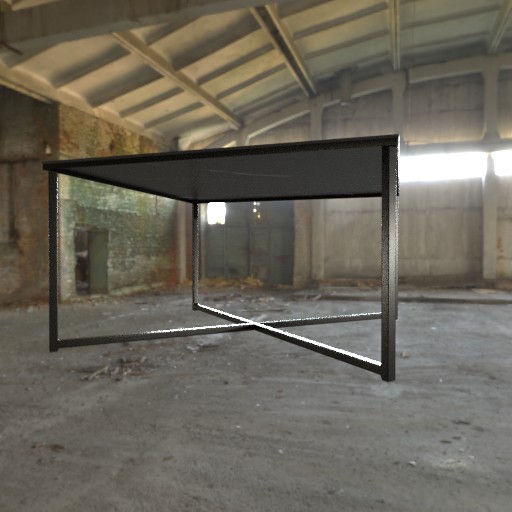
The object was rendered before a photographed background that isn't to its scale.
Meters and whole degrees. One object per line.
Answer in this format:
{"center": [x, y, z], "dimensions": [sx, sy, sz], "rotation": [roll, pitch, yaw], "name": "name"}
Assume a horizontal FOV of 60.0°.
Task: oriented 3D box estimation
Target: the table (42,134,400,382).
{"center": [0.000, 0.000, 1.301], "dimensions": [0.800, 0.450, 0.800], "rotation": [0, 1, 18], "name": "table"}
